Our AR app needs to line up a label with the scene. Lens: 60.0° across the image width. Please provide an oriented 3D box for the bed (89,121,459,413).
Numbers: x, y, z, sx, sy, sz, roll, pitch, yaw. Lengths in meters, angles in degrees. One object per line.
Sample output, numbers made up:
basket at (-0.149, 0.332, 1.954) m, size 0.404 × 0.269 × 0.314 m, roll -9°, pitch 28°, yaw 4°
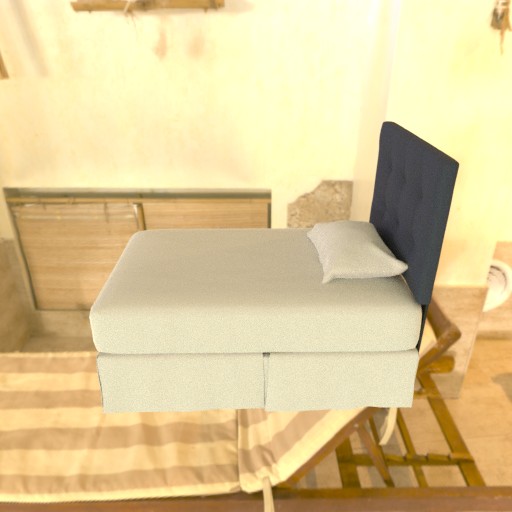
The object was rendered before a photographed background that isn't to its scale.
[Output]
bed at (0.000, 0.000, 2.980) m, size 1.997 × 1.571 × 1.261 m, roll 0°, pitch 27°, yaw -1°
